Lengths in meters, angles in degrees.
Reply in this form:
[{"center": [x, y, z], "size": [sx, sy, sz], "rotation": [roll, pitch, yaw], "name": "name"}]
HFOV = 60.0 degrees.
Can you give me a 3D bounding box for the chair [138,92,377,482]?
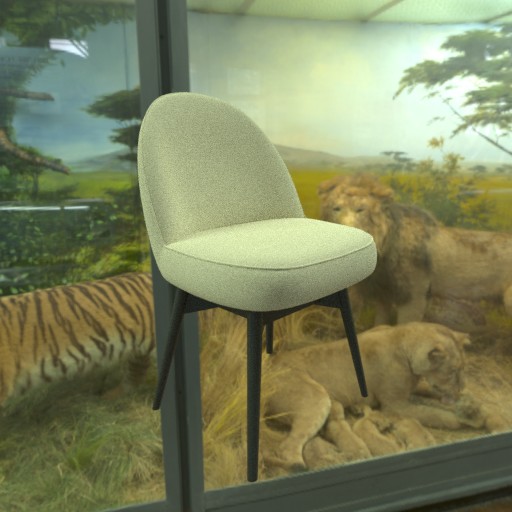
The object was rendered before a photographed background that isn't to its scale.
[{"center": [0.000, 0.000, 1.158], "size": [0.540, 0.838, 0.532], "rotation": [14, 20, 43], "name": "chair"}]
